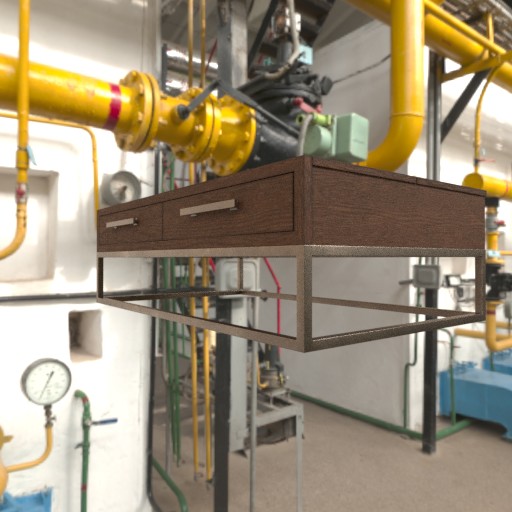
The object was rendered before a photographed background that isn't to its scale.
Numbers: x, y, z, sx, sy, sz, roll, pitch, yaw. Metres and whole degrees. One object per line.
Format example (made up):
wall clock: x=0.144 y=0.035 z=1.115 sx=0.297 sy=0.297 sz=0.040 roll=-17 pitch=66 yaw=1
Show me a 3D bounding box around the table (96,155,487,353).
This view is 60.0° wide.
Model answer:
table: x=0.000 y=0.000 z=1.473 sx=0.719 sy=0.361 sz=1.167 roll=0 pitch=0 yaw=-38
